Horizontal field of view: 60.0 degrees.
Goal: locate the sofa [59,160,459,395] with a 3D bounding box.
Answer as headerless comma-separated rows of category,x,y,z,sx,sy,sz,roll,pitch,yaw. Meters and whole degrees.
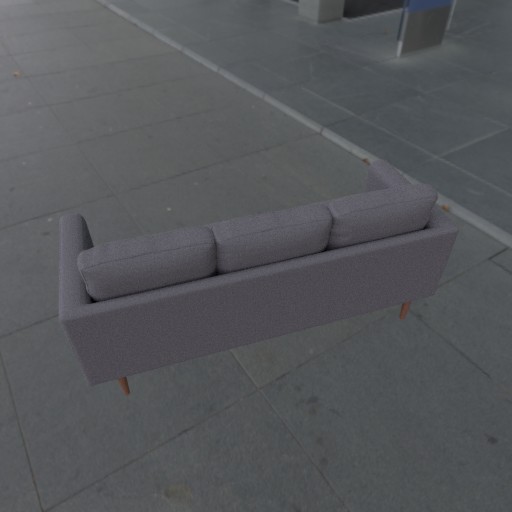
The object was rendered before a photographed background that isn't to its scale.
sofa,0.000,0.000,2.551,2.029,0.912,0.802,-12,43,-13
